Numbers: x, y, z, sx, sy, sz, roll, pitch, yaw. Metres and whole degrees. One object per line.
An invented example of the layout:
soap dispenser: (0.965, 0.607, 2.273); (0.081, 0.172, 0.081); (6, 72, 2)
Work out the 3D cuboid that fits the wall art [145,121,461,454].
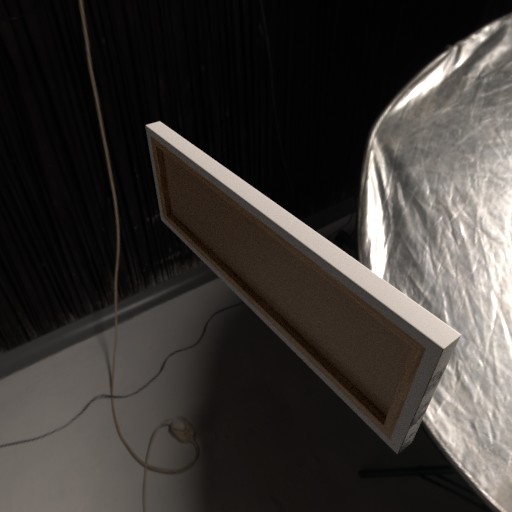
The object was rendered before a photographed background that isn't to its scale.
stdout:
wall art: (0.000, 0.000, 0.831); (0.038, 0.255, 0.763); (-26, 47, -27)
